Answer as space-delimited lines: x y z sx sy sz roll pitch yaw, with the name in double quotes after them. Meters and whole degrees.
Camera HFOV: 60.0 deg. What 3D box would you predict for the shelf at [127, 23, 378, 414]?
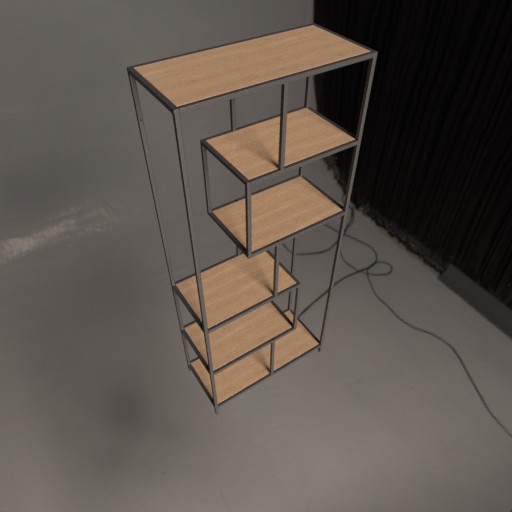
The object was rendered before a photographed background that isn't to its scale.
0.000 0.000 2.126 0.770 1.850 0.350 -25 50 -23 "shelf"
